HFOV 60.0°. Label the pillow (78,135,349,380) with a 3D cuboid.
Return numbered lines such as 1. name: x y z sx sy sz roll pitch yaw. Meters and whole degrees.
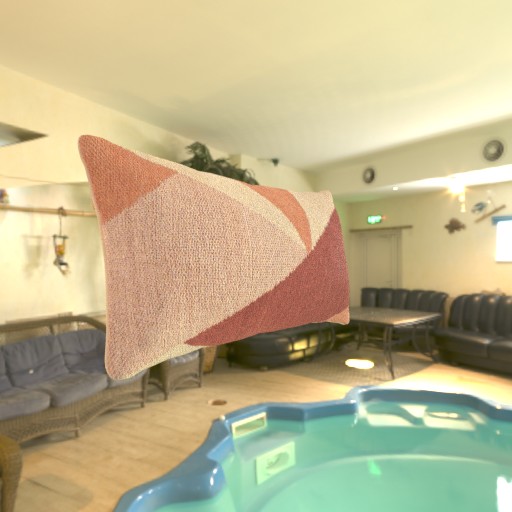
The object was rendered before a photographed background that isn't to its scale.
1. pillow: 0.000 0.000 0.735 0.155 0.292 0.609 0 0 37
